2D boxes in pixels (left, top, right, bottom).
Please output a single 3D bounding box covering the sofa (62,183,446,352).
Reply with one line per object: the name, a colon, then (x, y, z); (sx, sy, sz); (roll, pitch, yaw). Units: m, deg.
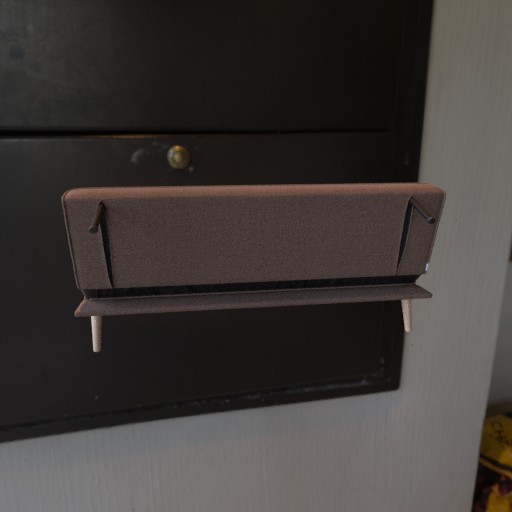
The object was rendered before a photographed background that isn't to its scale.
sofa: (0.000, 0.000, 2.436); (1.820, 0.810, 1.038); (-2, 15, -8)
